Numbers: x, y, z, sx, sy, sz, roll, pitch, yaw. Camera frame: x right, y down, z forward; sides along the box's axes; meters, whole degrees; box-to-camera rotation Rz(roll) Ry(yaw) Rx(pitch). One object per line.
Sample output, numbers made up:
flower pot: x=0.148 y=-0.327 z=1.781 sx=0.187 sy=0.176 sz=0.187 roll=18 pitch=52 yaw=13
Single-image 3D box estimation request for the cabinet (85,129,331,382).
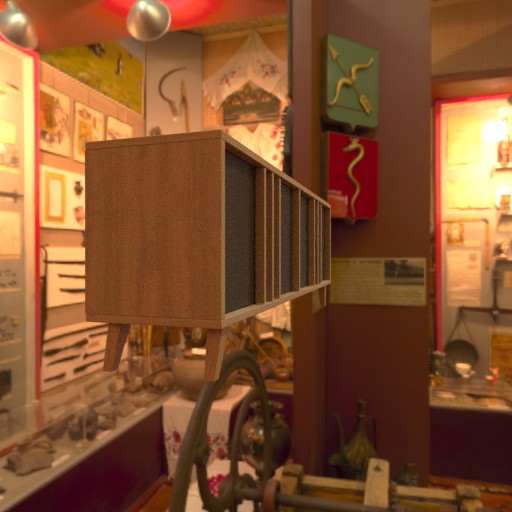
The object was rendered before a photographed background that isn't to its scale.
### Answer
cabinet: x=0.000 y=0.000 z=2.465 sx=0.499 sy=0.779 sz=2.198 roll=0 pitch=0 yaw=18
